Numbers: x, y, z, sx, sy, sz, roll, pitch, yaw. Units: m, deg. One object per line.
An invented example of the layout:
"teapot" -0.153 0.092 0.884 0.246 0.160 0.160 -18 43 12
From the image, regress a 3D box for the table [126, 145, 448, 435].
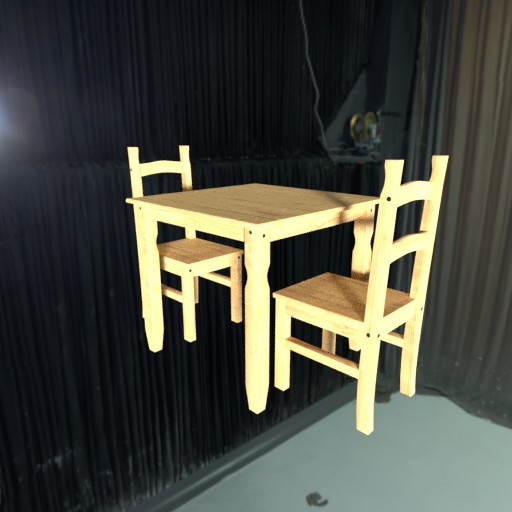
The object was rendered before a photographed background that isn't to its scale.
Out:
"table" 0.000 0.000 2.034 1.501 0.942 0.813 15 22 42
